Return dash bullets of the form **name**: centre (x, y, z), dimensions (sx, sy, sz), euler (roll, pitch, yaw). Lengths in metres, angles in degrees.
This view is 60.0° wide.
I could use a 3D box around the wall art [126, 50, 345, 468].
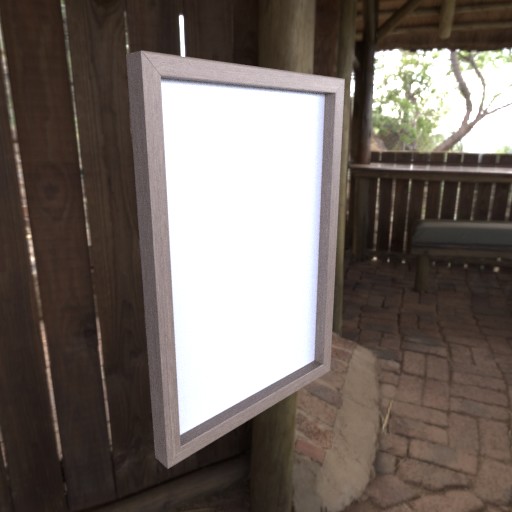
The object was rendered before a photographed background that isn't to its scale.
- **wall art**: centre (0.000, 0.000, 0.650), dimensions (0.358, 0.510, 0.032), euler (-15, 21, -42)
